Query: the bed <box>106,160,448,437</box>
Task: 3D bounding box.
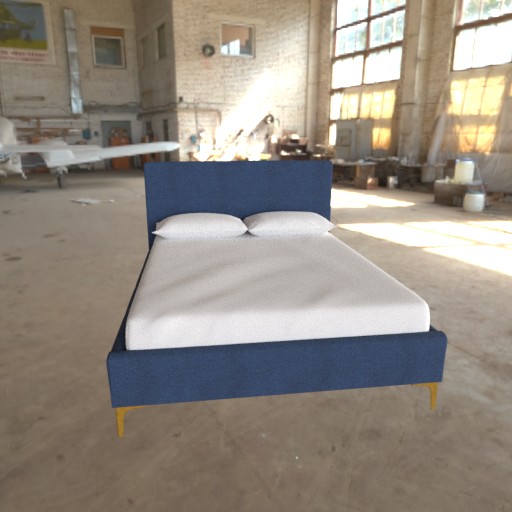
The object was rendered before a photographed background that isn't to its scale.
[{"bbox_3d":[0.000,0.000,3.170,1.723,1.231,2.172,-2,15,-8],"label":"bed"}]
